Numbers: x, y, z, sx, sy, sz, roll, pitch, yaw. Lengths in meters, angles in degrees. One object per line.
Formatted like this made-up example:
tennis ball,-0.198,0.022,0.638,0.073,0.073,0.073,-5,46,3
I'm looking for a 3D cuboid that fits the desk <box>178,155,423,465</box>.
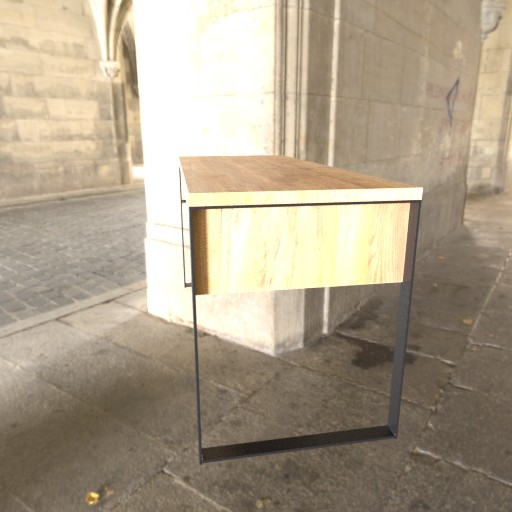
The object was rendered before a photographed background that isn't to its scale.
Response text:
desk,0.000,0.000,1.907,0.600,0.760,1.520,-3,16,-10
